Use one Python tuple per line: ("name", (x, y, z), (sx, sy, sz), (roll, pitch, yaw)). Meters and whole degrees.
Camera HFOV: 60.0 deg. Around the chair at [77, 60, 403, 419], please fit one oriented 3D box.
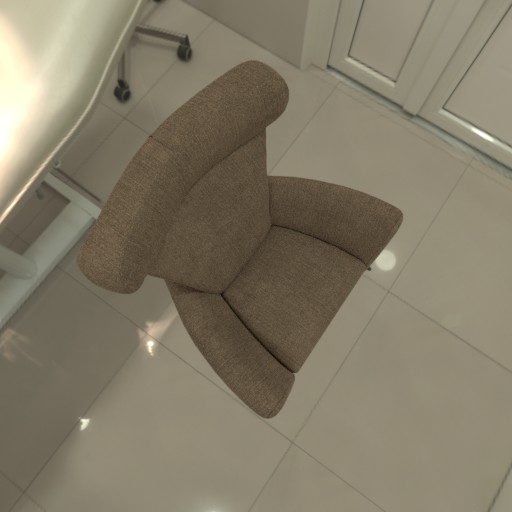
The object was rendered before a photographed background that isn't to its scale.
("chair", (0.000, 0.000, 1.793), (0.900, 1.040, 0.980), (34, 77, 9))
